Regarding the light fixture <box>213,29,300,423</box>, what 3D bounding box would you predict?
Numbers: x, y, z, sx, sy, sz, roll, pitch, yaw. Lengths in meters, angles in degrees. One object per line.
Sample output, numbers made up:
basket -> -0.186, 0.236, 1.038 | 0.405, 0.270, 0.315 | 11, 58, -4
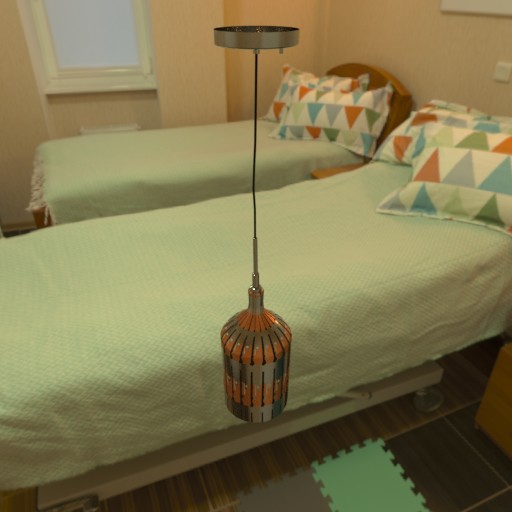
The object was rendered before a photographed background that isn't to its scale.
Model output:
light fixture -> 0.000, 0.000, 1.678 | 0.303, 1.535, 0.303 | 0, 31, 0
